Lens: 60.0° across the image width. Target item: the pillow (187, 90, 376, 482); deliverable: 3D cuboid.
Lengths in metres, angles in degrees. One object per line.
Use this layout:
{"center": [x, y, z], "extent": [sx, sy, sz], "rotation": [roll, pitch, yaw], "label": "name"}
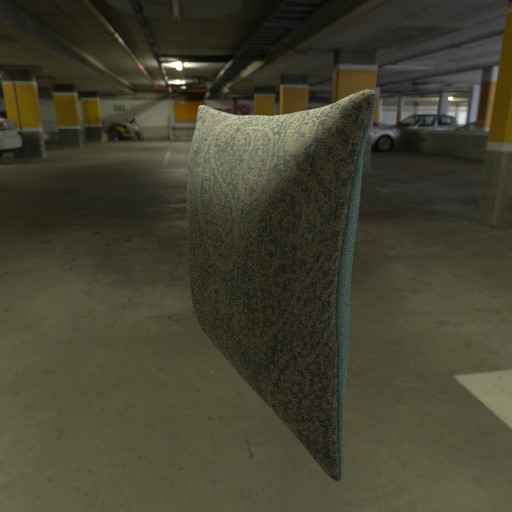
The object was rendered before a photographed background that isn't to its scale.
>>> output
{"center": [0.000, 0.000, 0.760], "extent": [0.166, 0.507, 0.526], "rotation": [-8, 19, -26], "label": "pillow"}
